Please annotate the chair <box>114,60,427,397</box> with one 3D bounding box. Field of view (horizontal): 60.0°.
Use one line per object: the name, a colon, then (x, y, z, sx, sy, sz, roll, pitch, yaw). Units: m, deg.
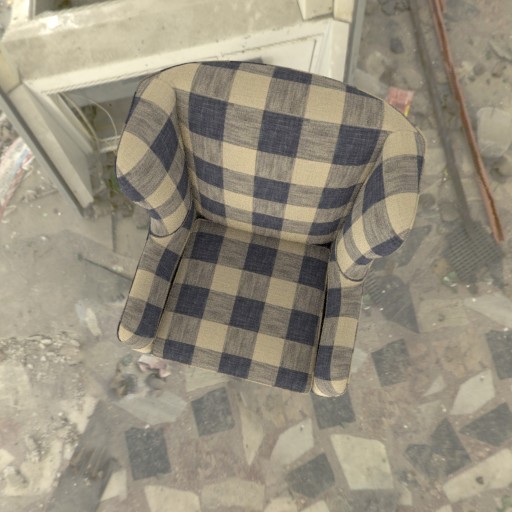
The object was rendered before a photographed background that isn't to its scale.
chair: (0.000, 0.000, 1.642, 0.830, 1.041, 0.889, 13, 77, 3)
